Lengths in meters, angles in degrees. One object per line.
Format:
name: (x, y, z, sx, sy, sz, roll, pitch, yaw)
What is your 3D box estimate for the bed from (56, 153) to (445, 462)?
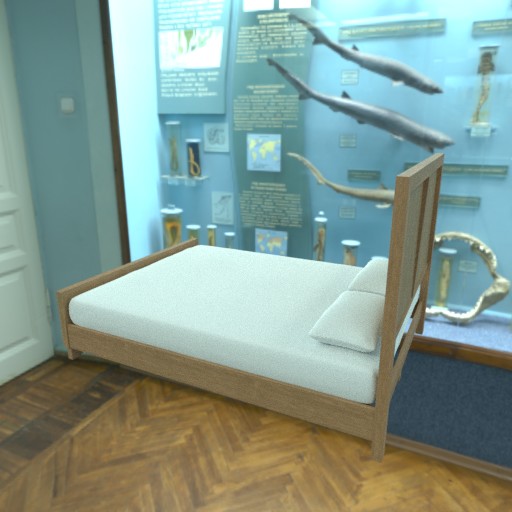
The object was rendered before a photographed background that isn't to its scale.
bed: (0.000, 0.000, 3.126, 2.184, 1.387, 1.606, 8, 19, 26)
